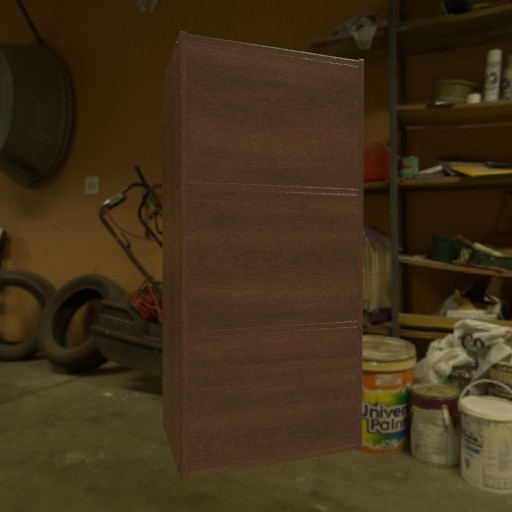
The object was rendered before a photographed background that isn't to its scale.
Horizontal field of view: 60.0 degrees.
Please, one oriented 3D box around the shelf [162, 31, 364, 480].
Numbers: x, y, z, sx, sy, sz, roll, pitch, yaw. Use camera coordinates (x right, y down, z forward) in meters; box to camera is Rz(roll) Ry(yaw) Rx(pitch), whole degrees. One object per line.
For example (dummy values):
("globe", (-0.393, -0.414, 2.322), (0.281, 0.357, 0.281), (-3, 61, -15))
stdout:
("shelf", (0.000, 0.000, 1.070), (0.414, 0.879, 0.290), (0, 1, -19))
